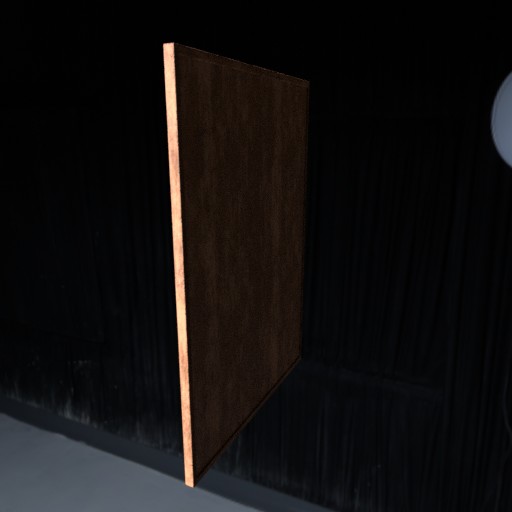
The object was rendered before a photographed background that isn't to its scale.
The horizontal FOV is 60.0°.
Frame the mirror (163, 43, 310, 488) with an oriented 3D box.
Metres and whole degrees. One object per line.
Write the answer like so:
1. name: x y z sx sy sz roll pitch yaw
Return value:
1. mirror: 0.000 0.000 1.393 0.028 1.099 0.796 8 17 26
